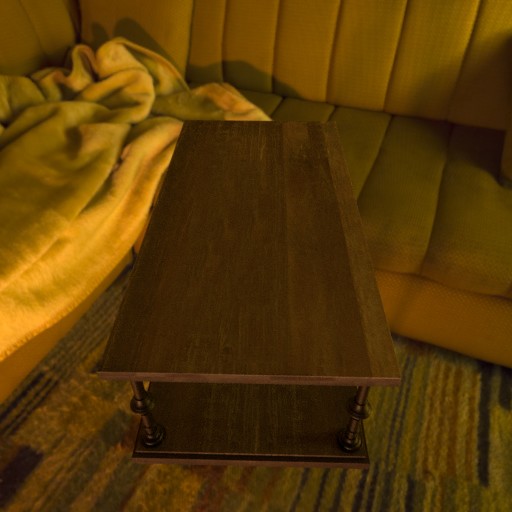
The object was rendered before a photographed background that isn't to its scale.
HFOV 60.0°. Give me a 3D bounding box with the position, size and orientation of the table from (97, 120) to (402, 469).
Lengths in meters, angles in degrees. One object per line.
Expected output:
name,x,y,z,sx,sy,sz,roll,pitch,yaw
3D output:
table,0.000,0.000,1.337,0.554,0.373,1.088,1,41,1
